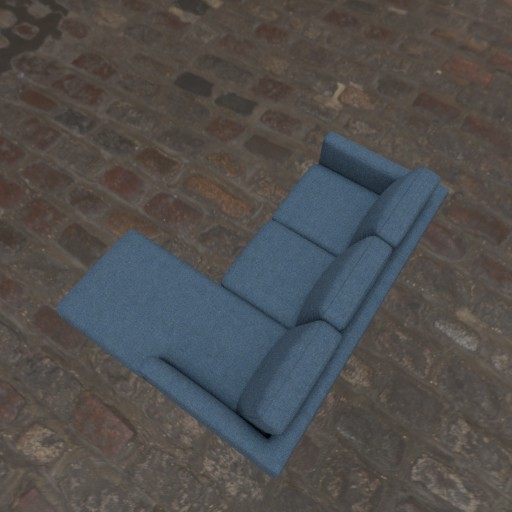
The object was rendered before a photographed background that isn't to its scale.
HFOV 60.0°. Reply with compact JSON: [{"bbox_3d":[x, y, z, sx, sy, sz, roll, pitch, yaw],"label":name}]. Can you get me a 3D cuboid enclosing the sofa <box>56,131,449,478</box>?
[{"bbox_3d":[0.000,0.000,2.917,1.667,0.957,2.055,32,67,15],"label":"sofa"}]
